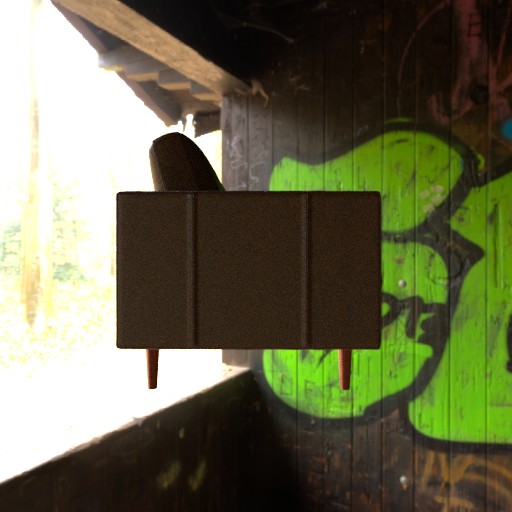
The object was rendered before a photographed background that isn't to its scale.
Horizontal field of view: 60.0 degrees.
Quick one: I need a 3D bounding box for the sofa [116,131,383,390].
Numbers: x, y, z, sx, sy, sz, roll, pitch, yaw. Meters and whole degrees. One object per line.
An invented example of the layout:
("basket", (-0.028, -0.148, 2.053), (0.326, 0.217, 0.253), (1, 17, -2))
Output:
("sofa", (0.000, 0.000, 2.231), (0.909, 0.951, 1.578), (0, 0, 0))
